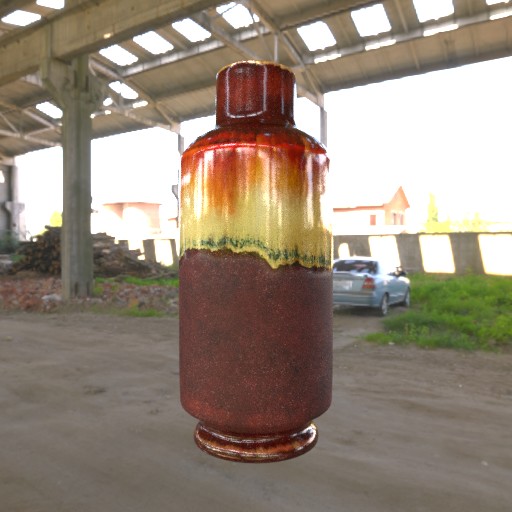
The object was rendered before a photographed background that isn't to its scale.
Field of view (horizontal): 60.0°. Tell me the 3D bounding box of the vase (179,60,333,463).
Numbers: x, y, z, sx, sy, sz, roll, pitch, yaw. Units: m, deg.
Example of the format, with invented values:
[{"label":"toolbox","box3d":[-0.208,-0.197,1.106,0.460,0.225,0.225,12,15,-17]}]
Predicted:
[{"label":"vase","box3d":[0.000,0.000,0.323,0.111,0.261,0.111,0,0,0]}]
